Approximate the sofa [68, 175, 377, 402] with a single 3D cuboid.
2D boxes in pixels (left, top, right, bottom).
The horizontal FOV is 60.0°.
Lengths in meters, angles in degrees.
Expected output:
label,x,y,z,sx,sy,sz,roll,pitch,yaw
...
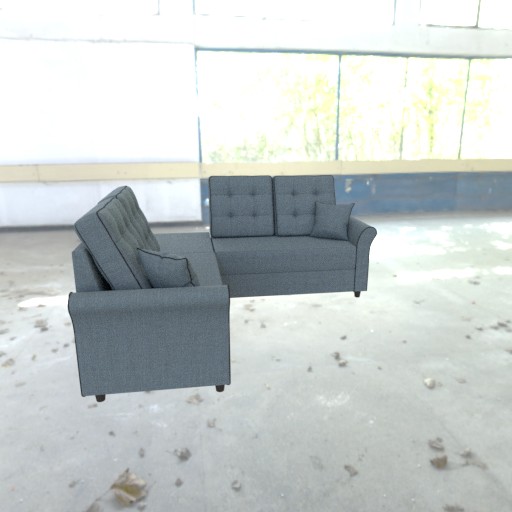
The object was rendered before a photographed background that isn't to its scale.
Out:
label,x,y,z,sx,sy,sz,roll,pitch,yaw
sofa,0.000,0.000,3.197,2.070,0.988,2.068,-2,16,-8
